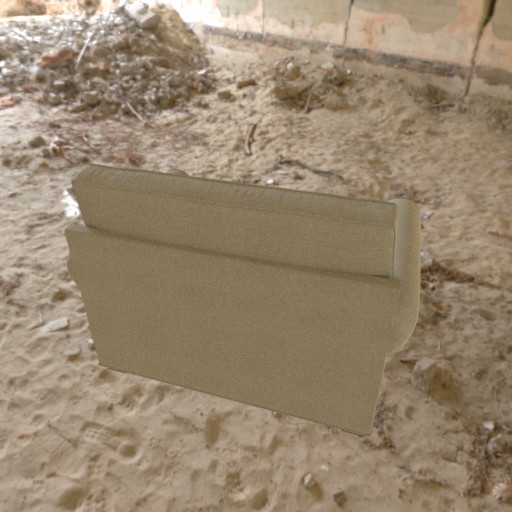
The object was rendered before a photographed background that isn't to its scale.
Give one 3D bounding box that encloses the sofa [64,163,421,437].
[{"bbox_3d":[0.000,0.000,2.037,1.405,0.991,0.936,10,34,15],"label":"sofa"}]
